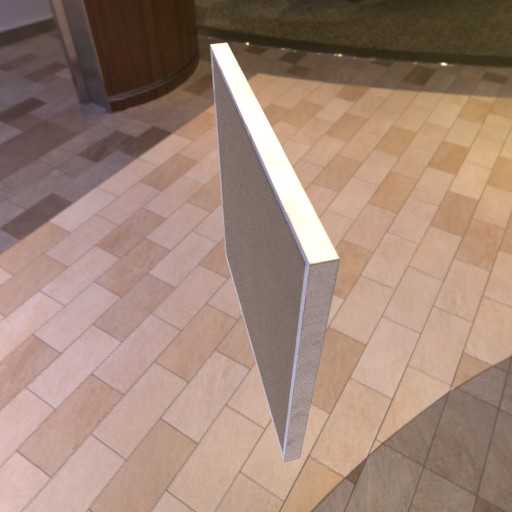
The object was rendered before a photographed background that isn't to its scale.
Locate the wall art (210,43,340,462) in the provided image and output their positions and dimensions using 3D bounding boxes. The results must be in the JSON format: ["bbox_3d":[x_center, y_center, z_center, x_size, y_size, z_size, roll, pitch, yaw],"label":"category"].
[{"bbox_3d":[0.000,0.000,0.750,0.029,0.506,0.508,-10,47,-10],"label":"wall art"}]
